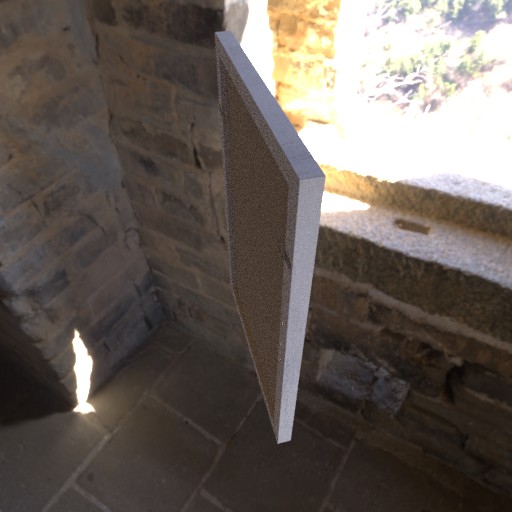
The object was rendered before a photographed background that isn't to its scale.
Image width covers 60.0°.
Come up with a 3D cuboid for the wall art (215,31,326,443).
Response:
[{"bbox_3d":[0.000,0.000,1.167,0.043,0.914,0.624,-11,46,-10],"label":"wall art"}]
